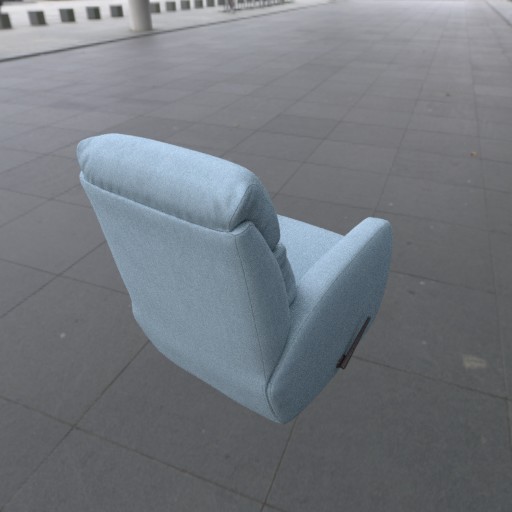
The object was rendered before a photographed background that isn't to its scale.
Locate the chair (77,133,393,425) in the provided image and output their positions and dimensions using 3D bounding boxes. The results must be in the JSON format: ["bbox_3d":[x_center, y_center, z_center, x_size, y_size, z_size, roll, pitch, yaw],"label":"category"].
[{"bbox_3d":[0.000,0.000,1.653,0.812,1.013,0.940,21,38,30],"label":"chair"}]
